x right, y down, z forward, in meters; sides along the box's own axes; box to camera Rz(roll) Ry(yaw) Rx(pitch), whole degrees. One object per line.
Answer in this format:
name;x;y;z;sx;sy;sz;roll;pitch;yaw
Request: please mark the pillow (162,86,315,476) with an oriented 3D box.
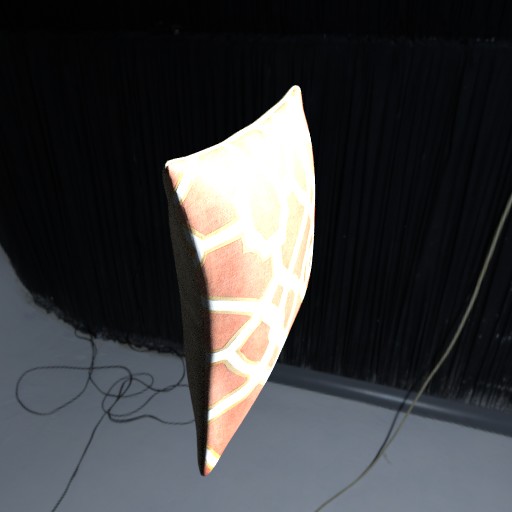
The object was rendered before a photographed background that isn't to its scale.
pillow;0.000;0.000;0.804;0.166;0.508;0.552;9;31;16
